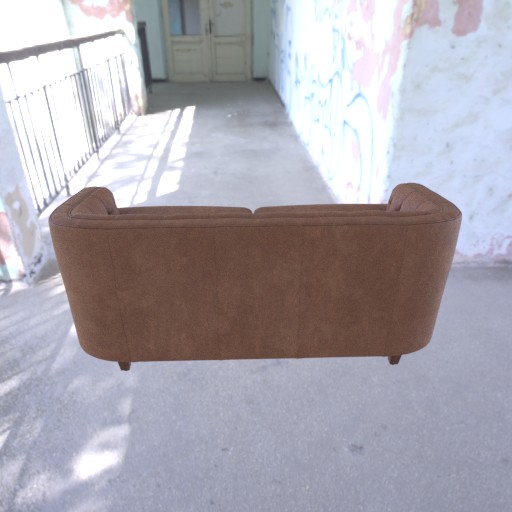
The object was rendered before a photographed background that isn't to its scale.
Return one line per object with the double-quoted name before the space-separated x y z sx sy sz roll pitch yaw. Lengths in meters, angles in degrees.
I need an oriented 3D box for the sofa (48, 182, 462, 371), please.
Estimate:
"sofa" 0.000 0.000 2.200 1.755 0.786 0.914 -1 30 -2
